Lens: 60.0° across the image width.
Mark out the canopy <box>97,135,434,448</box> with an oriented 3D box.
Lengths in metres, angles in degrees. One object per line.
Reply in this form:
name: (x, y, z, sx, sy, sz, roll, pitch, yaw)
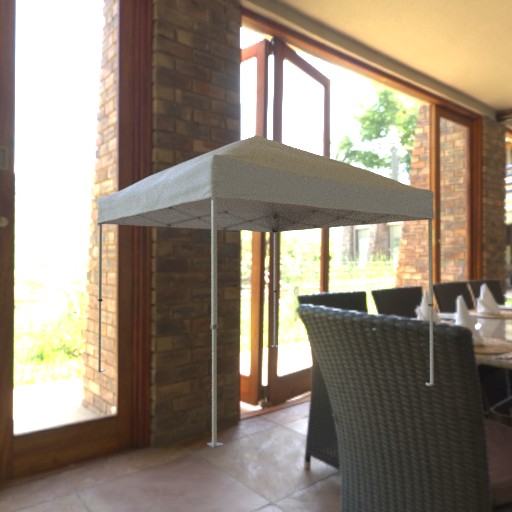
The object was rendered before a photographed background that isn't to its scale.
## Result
canopy: (0.000, 0.000, 5.482, 2.998, 2.997, 2.996, 1, -1, -36)
